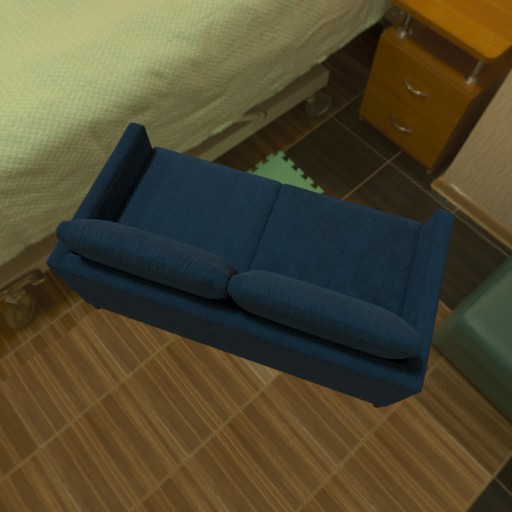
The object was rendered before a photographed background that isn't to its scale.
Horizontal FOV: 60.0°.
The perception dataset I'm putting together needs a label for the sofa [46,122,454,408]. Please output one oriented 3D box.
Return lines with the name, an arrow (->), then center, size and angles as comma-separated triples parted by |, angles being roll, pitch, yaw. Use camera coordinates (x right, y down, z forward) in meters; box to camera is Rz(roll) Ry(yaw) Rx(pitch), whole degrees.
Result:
sofa -> 0.000, 0.000, 2.170 | 1.676, 0.817, 0.875 | 18, 66, 8
